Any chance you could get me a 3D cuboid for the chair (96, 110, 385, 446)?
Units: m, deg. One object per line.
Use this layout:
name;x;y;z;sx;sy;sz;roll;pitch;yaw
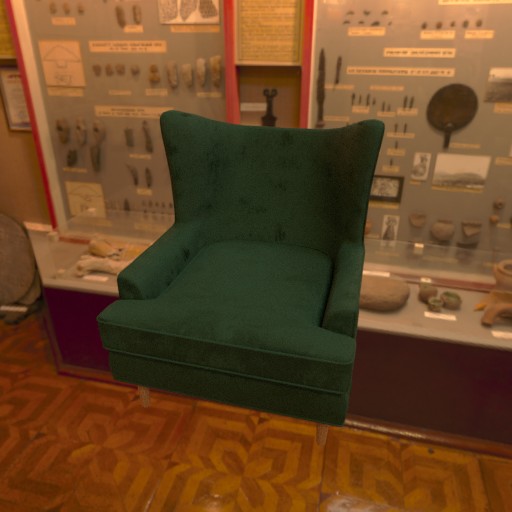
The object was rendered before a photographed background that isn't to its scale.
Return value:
chair;0.000;0.000;1.618;0.793;0.952;0.910;7;28;14
